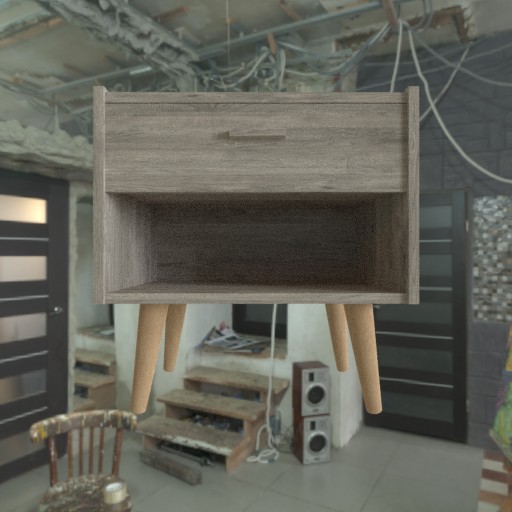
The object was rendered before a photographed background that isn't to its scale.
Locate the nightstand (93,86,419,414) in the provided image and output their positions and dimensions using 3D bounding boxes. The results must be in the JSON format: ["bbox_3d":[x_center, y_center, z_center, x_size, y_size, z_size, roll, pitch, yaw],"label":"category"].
[{"bbox_3d":[0.000,0.000,0.834,0.480,0.500,0.380,0,0,0],"label":"nightstand"}]
